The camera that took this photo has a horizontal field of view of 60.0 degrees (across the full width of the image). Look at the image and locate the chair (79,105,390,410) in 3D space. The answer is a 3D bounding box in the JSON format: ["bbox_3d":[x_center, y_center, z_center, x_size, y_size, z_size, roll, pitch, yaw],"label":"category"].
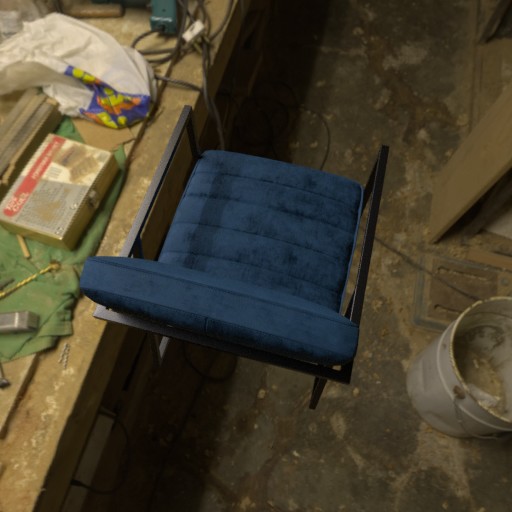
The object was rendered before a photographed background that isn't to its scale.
[{"bbox_3d":[0.000,0.000,1.258,0.571,0.833,0.677,14,65,6],"label":"chair"}]
